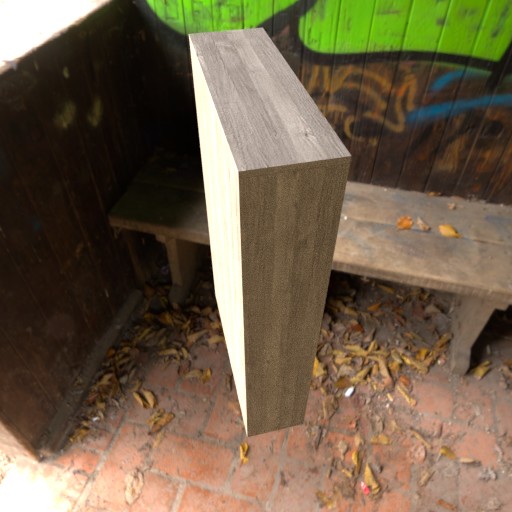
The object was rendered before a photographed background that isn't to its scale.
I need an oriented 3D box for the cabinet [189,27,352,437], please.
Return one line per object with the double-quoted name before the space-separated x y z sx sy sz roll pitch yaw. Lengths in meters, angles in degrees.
"cabinet" 0.000 0.000 1.596 0.250 1.280 0.750 -10 47 -9
